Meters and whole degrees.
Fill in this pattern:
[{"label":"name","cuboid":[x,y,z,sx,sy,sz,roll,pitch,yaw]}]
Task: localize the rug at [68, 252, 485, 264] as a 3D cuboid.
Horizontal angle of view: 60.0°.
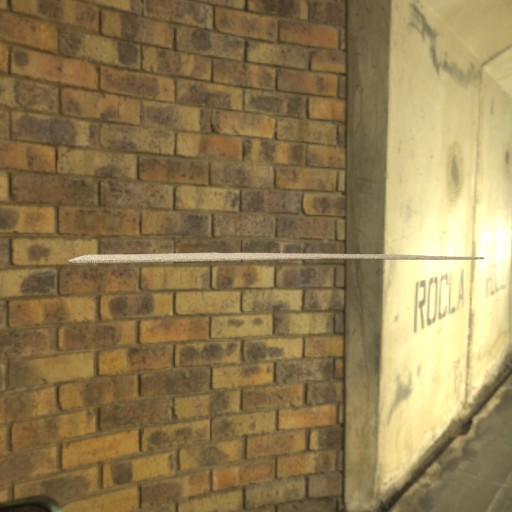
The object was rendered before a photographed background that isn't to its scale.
[{"label":"rug","cuboid":[0.000,0.000,4.897,3.626,0.051,2.757,0,1,-18]}]
